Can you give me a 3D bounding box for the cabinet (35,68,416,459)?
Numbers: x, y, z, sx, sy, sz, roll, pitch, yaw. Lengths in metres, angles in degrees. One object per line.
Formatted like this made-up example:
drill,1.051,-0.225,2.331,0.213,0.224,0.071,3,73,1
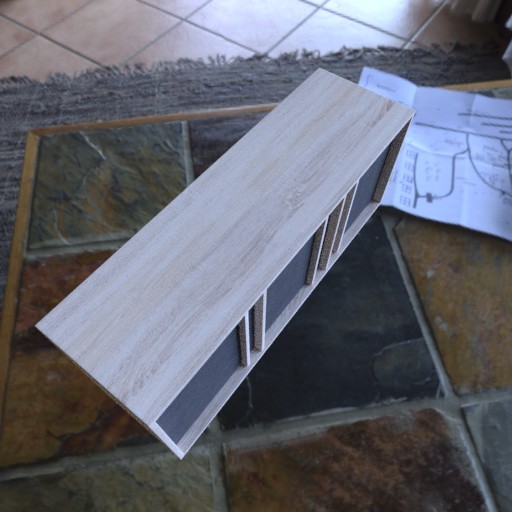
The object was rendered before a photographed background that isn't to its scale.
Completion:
cabinet,0.000,0.000,1.994,0.500,0.780,1.650,33,63,19
